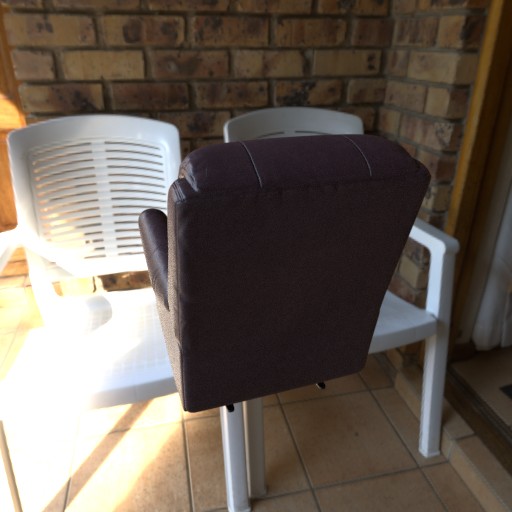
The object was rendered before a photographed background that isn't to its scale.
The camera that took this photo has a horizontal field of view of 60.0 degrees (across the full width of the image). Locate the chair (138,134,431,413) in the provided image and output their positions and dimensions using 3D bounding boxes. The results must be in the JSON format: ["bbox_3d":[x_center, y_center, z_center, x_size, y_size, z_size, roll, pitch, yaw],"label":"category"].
[{"bbox_3d":[0.000,0.000,1.779,0.838,1.054,1.014,-8,27,-17],"label":"chair"}]
